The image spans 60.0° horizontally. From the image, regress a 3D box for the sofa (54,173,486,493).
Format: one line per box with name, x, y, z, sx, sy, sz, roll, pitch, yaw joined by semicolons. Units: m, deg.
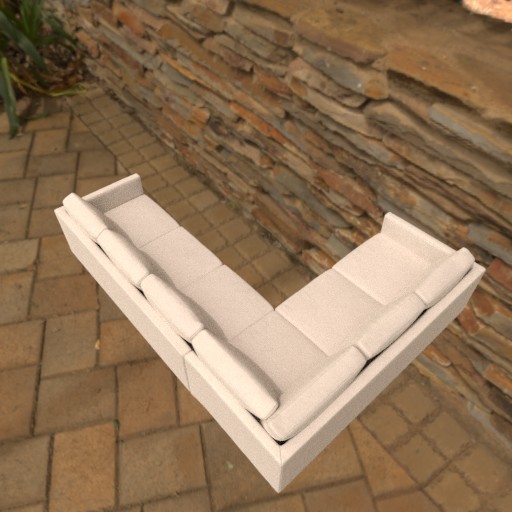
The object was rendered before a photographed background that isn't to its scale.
sofa;0.000;0.000;4.197;2.432;0.863;3.182;-33;55;-27
